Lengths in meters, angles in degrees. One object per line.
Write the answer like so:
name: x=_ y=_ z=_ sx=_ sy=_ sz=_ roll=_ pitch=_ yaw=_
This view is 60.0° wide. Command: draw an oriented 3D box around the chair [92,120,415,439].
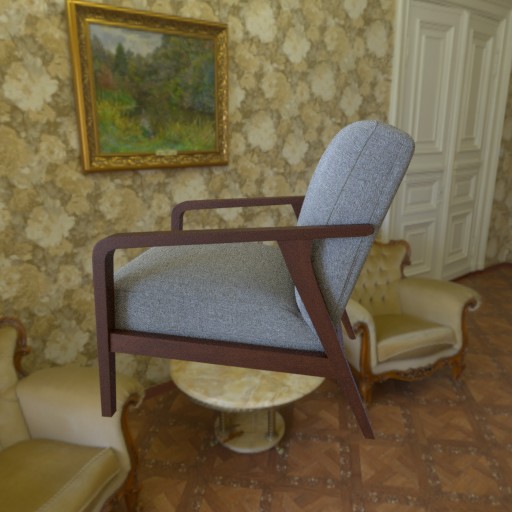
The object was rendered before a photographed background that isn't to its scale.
chair: x=0.000 y=0.000 z=1.469 sx=0.858 sy=0.847 sz=0.704 roll=2 pitch=15 yaw=7
